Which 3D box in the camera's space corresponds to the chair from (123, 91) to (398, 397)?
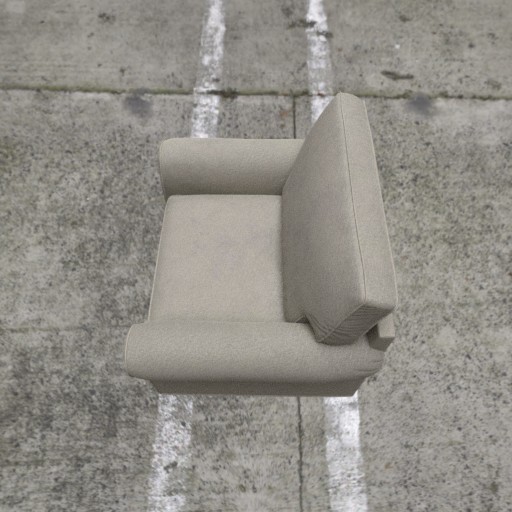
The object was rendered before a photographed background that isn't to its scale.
[{"bbox_3d":[0.000,0.000,1.940,0.939,1.044,1.147,1,59,0],"label":"chair"}]
